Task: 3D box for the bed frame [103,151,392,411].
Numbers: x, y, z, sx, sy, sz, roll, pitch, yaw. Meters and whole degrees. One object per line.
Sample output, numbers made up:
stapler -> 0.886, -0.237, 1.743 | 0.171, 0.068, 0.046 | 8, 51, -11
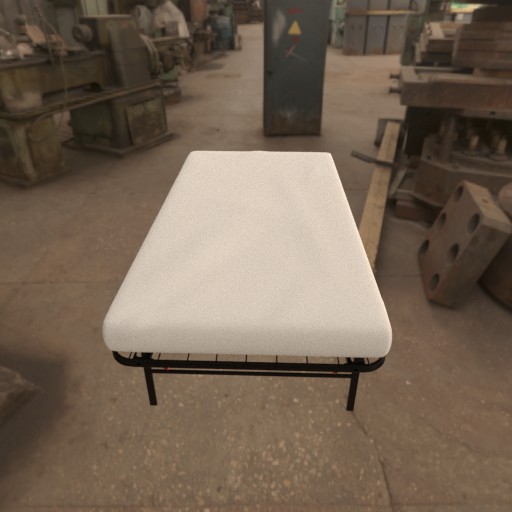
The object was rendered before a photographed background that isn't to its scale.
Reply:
bed frame -> 0.000, 0.000, 2.400 | 0.989, 0.619, 1.903 | 1, 31, 2
